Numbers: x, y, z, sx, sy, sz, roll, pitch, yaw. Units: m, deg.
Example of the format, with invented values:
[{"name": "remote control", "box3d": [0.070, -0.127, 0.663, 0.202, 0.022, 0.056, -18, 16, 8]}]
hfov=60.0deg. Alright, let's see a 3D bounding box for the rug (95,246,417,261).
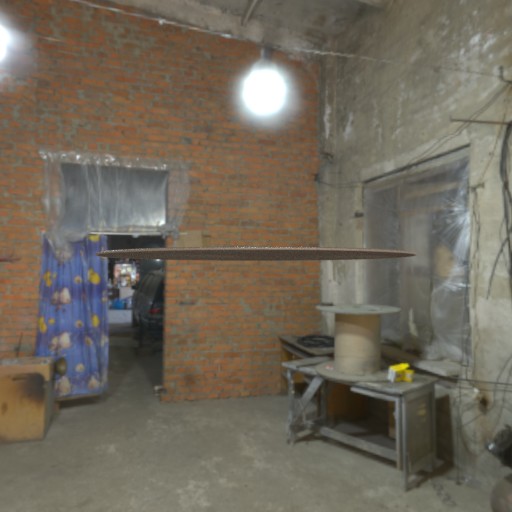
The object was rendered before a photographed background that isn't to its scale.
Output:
[{"name": "rug", "box3d": [0.000, 0.000, 2.330, 1.593, 0.012, 1.593, 0, -2, 0]}]
